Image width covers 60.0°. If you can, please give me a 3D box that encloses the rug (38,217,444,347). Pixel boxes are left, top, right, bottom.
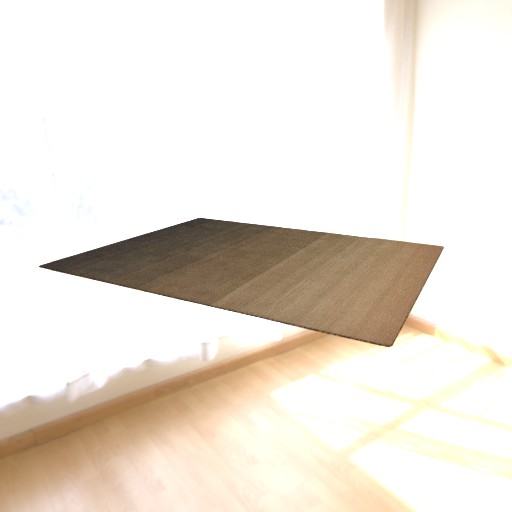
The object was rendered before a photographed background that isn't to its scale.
[{"bbox_3d":[0.000,0.000,3.986,2.902,0.017,2.306,9,19,27],"label":"rug"}]
